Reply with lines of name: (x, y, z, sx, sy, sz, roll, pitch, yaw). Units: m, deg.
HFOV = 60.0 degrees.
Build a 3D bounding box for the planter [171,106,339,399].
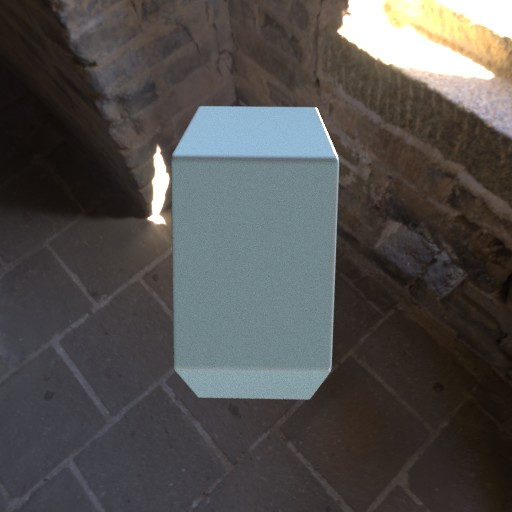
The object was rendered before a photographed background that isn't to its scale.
planter: (0.000, 0.000, 0.294, 0.078, 0.207, 0.169, 1, 64, 0)
